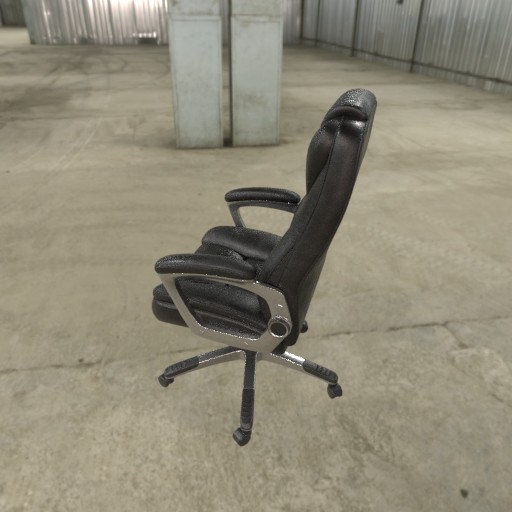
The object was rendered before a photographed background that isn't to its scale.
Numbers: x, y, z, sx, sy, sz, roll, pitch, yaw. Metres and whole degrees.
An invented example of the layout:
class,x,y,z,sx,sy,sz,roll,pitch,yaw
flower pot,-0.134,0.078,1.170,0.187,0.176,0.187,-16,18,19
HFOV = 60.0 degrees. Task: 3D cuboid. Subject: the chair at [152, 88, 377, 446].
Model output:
class,x,y,z,sx,sy,sz,roll,pitch,yaw
chair,0.000,0.000,1.508,0.689,1.075,0.697,9,30,15
